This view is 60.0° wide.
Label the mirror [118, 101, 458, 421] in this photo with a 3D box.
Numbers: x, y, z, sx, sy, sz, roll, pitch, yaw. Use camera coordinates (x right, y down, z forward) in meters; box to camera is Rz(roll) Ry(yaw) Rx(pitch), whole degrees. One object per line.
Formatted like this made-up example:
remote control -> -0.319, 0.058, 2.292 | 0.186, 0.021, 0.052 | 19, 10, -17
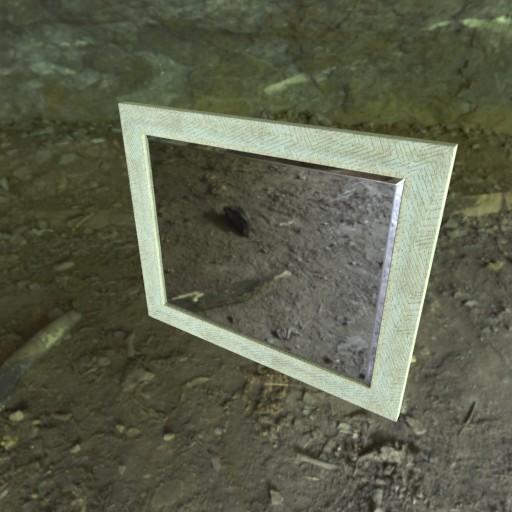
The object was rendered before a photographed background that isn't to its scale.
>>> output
mirror -> 0.000, 0.000, 1.143 | 0.839, 0.689, 0.028 | 17, 33, 28
